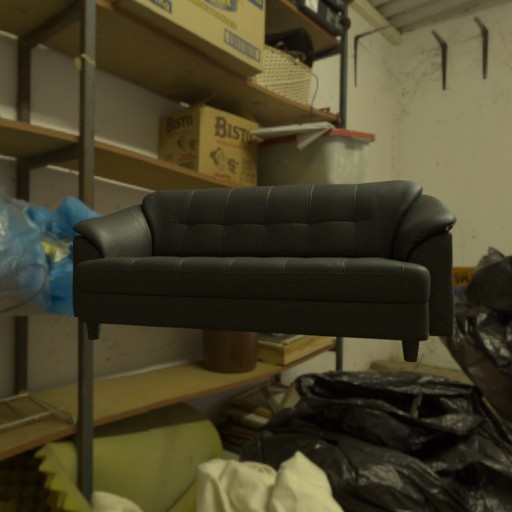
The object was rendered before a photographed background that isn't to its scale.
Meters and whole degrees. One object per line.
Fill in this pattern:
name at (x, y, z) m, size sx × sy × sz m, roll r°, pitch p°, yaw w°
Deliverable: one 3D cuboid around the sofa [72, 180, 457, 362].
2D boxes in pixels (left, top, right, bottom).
sofa at (0.000, 0.000, 2.249) m, size 1.829 × 0.811 × 0.800 m, roll 0°, pitch 1°, yaw 17°
